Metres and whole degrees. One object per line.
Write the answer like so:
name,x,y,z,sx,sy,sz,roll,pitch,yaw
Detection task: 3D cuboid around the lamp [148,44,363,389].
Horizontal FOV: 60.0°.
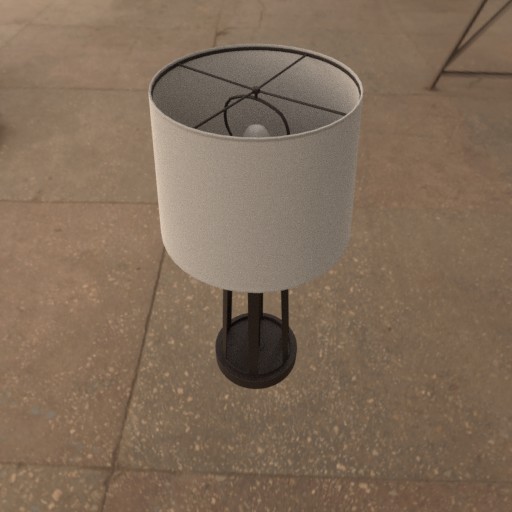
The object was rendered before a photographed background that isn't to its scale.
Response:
lamp,0.000,0.000,0.640,0.251,0.509,0.251,0,45,0
